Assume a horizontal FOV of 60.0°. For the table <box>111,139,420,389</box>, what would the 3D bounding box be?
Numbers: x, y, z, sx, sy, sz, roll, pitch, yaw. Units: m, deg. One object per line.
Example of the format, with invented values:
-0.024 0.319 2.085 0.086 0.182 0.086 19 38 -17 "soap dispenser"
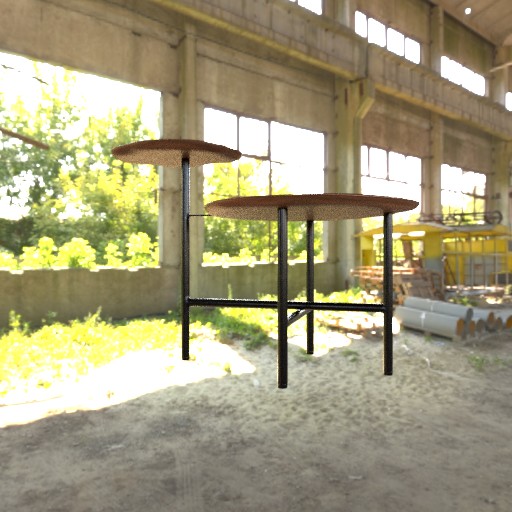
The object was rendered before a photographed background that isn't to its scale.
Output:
0.000 0.000 1.094 0.759 0.538 0.442 0 0 17 "table"
